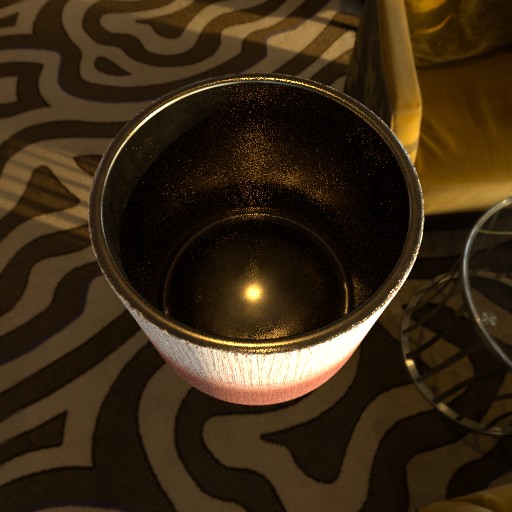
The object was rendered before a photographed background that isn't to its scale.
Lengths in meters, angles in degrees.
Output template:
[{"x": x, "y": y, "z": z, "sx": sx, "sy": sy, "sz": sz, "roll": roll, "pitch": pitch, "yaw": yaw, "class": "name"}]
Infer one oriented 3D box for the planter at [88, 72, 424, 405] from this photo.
[{"x": 0.000, "y": 0.000, "z": 0.302, "sx": 0.178, "sy": 0.157, "sz": 0.178, "roll": 0, "pitch": 64, "yaw": 0, "class": "planter"}]
